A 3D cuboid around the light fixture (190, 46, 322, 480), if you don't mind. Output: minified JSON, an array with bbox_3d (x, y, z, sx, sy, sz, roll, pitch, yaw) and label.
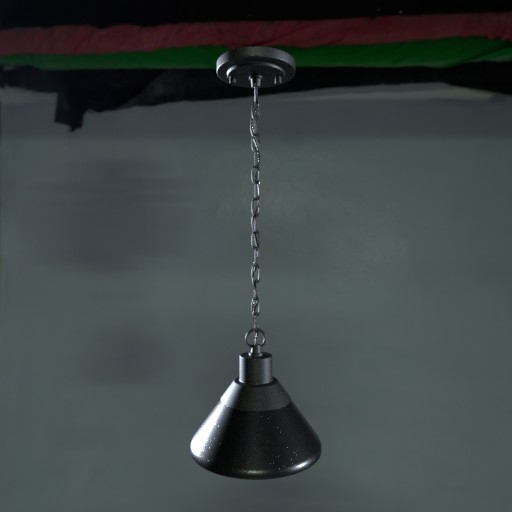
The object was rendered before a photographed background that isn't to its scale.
[{"bbox_3d":[0.000,0.000,0.682,0.201,0.588,0.201,0,0,-1],"label":"light fixture"}]
